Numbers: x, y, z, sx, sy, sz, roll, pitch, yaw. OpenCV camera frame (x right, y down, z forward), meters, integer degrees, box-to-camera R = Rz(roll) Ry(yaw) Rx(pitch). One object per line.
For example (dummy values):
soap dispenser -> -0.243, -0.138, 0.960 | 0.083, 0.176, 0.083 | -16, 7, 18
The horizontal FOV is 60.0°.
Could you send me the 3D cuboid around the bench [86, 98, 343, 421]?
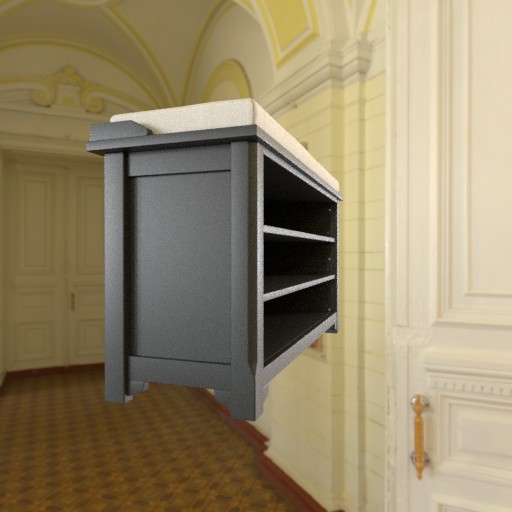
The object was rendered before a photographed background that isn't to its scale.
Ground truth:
bench -> 0.000, 0.000, 1.247 | 0.345, 0.561, 0.973 | 0, 0, 19
